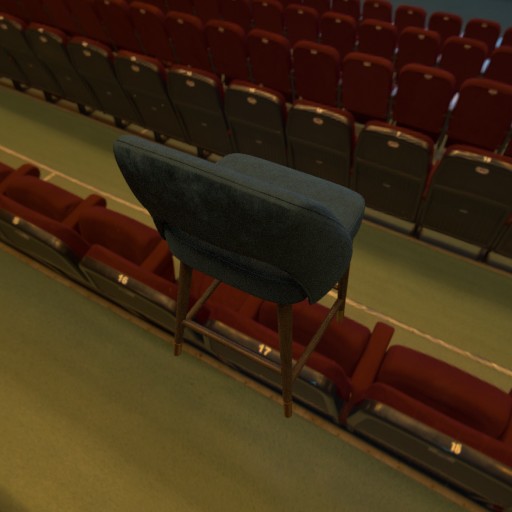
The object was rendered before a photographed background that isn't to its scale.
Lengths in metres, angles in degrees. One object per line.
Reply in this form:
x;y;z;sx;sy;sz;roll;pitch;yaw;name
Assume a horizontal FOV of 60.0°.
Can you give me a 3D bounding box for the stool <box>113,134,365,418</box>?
0.000;0.000;1.264;0.536;0.925;0.524;23;51;20;stool
